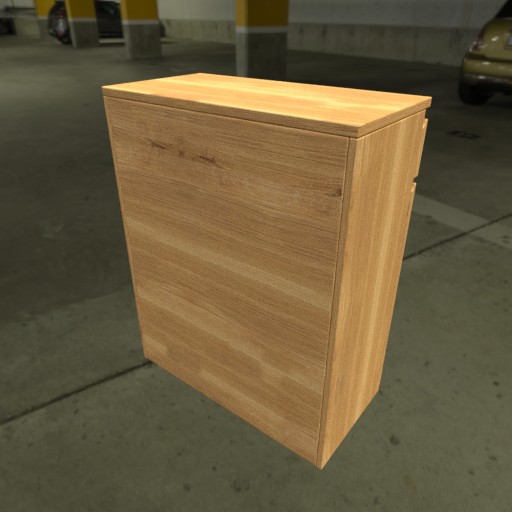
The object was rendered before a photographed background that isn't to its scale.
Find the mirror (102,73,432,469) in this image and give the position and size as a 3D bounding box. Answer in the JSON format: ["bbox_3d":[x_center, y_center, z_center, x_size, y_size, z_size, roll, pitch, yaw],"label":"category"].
[{"bbox_3d":[0.000,0.000,1.421,0.800,1.000,0.400,21,35,33],"label":"mirror"}]
